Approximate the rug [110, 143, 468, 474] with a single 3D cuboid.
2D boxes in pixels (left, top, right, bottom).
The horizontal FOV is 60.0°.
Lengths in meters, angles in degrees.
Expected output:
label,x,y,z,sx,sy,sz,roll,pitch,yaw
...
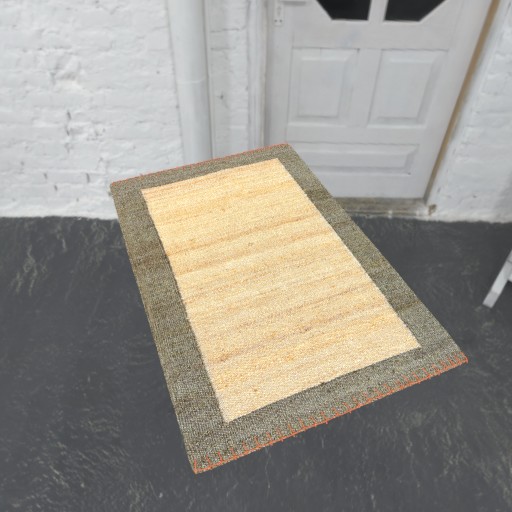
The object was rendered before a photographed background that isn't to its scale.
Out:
label,x,y,z,sx,sy,sz,roll,pitch,yaw
rug,0.000,0.000,2.295,1.220,0.019,1.838,-16,49,-15
